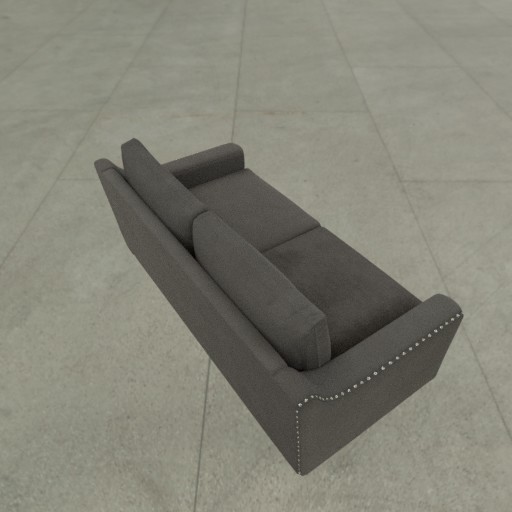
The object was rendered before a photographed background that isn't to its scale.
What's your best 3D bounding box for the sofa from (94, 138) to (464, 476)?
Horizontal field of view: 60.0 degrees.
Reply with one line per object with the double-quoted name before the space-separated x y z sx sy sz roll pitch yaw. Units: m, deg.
"sofa" 0.000 0.000 3.225 1.336 1.196 2.550 -25 48 -25
